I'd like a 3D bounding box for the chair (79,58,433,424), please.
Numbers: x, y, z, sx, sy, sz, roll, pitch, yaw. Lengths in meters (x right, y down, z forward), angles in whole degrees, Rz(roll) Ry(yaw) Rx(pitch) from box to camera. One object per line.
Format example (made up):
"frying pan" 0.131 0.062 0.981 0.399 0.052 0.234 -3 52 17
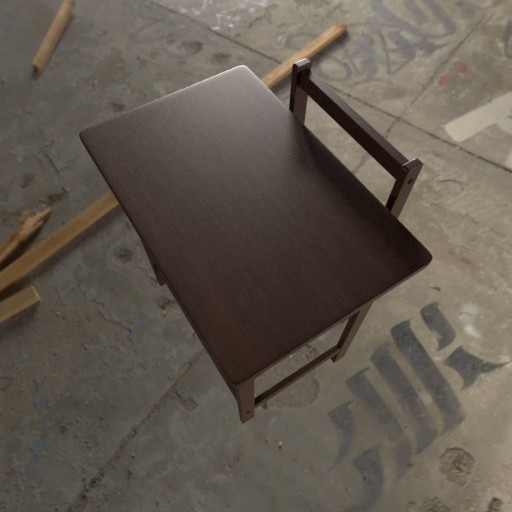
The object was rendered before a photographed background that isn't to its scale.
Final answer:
"chair" 0.000 0.000 1.047 0.463 0.673 0.599 -29 64 -16
